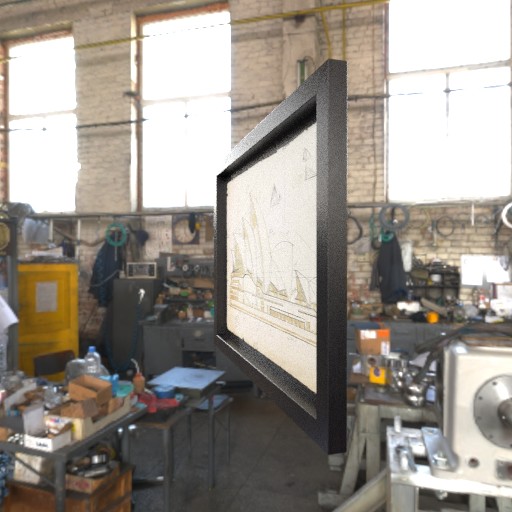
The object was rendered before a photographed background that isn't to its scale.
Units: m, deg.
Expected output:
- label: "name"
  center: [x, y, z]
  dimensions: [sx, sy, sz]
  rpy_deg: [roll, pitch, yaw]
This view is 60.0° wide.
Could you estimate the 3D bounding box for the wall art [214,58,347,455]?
- label: "wall art"
  center: [0.000, 0.000, 0.829]
  dimensions: [0.027, 0.458, 0.657]
  rpy_deg: [0, 0, -17]
